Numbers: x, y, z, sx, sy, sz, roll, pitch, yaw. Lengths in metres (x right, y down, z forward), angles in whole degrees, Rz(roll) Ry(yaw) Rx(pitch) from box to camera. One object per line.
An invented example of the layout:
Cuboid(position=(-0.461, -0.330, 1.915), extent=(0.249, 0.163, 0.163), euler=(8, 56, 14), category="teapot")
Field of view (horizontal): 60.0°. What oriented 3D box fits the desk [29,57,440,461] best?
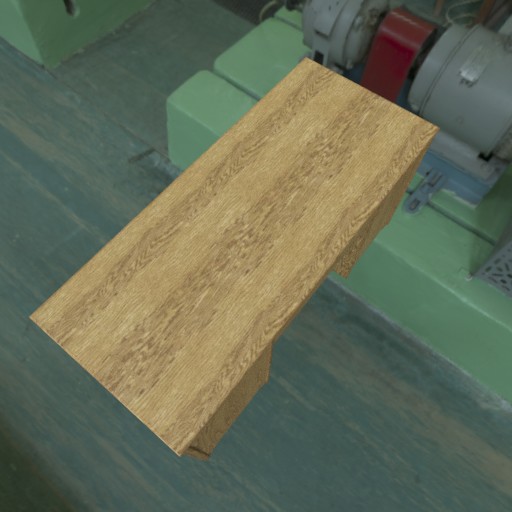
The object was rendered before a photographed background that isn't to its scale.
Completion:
Cuboid(position=(0.000, 0.000, 1.971), extent=(0.685, 0.751, 1.567), euler=(35, 69, 16), category="desk")
